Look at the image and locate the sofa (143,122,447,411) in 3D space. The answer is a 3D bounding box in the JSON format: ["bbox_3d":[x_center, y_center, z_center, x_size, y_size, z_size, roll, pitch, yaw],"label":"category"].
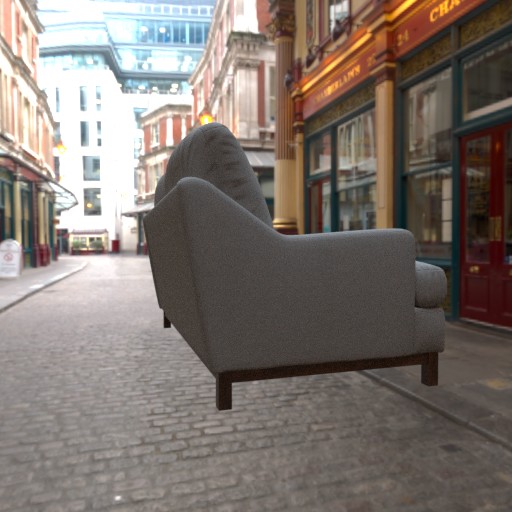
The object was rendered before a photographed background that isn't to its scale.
[{"bbox_3d":[0.000,0.000,2.188,0.987,0.921,1.589,0,1,-18],"label":"sofa"}]
